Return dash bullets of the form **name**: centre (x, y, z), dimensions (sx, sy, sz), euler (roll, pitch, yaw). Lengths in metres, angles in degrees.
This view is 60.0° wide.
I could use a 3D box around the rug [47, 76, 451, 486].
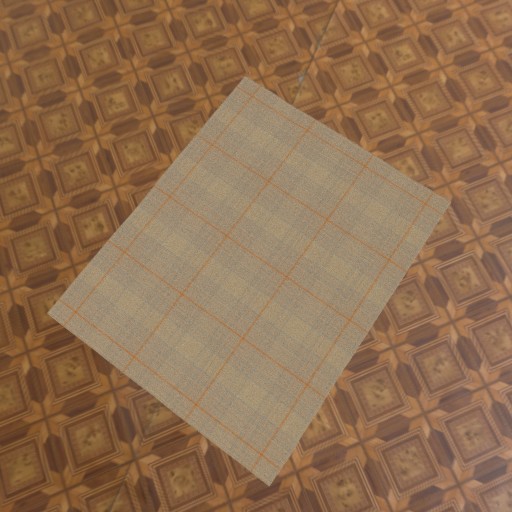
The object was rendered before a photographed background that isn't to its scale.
- **rug**: centre (0.000, 0.000, 4.119), dimensions (2.448, 0.021, 3.051), euler (34, 78, 9)
